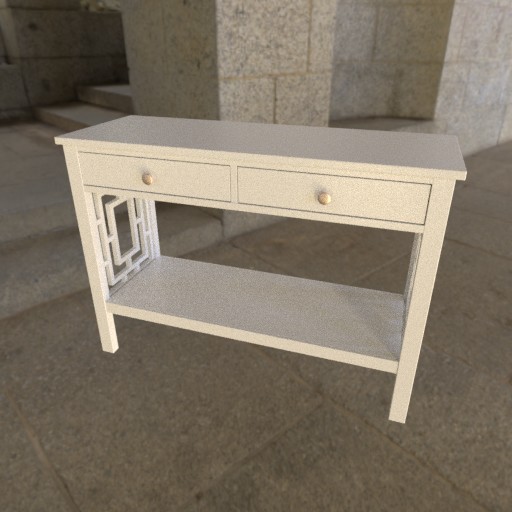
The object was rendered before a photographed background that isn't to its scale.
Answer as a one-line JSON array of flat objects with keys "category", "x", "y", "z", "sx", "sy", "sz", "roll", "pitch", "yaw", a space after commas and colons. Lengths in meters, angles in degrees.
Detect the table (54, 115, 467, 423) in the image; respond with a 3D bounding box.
[{"category": "table", "x": 0.000, "y": 0.000, "z": 1.417, "sx": 1.068, "sy": 0.753, "sz": 0.397, "roll": 9, "pitch": 28, "yaw": 17}]
